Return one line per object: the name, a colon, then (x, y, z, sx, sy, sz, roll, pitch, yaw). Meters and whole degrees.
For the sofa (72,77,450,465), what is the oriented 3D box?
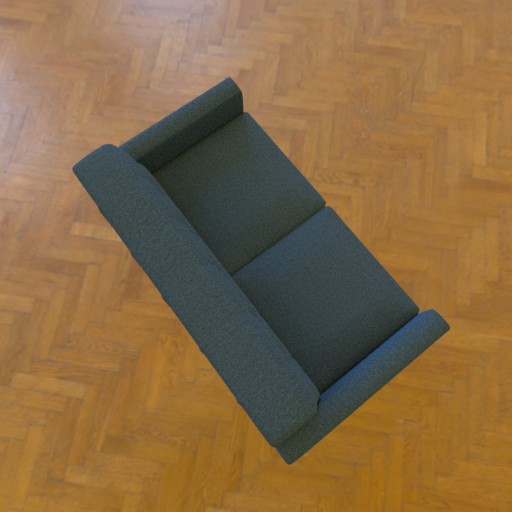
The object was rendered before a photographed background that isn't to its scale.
sofa: (0.000, 0.000, 2.193, 0.942, 0.896, 1.651, -36, 77, -10)
